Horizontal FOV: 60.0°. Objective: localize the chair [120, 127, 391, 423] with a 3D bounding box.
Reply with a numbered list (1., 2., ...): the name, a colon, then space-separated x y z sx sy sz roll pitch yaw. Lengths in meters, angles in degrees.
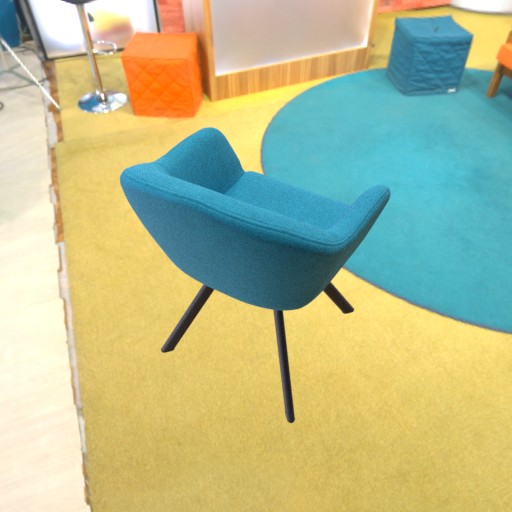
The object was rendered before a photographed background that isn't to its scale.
1. chair: 0.000 0.000 1.198 0.545 0.775 0.565 23 49 21
